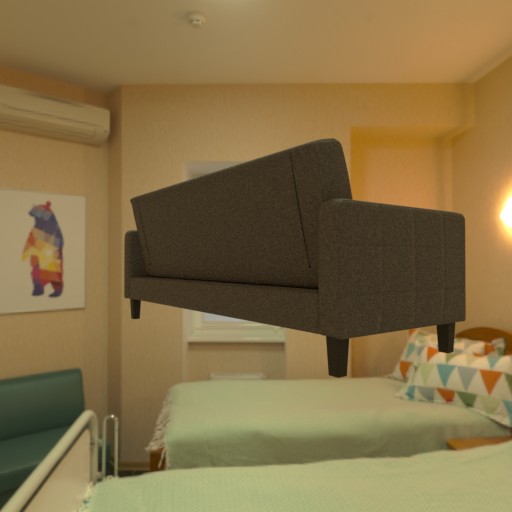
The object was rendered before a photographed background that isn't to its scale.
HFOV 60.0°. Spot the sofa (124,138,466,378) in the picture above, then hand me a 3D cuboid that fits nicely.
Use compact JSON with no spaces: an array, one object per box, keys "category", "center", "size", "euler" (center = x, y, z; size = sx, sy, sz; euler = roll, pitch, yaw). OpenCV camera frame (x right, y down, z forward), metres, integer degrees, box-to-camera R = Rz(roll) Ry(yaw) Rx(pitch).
[{"category":"sofa","center":[0.000,0.000,2.495],"size":[0.810,0.850,2.040],"euler":[0,-1,-36]}]
